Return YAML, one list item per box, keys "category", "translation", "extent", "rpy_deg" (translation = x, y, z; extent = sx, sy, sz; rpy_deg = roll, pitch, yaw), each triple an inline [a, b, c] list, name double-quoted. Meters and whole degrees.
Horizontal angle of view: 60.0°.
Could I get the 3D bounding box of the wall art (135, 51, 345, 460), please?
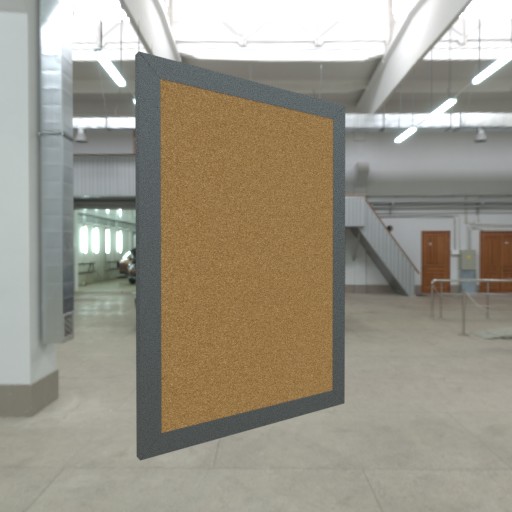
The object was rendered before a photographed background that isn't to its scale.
- category: "wall art"
  translation: [0.000, 0.000, 0.691]
  extent: [0.380, 0.534, 0.013]
  rpy_deg: [-1, 1, -35]
